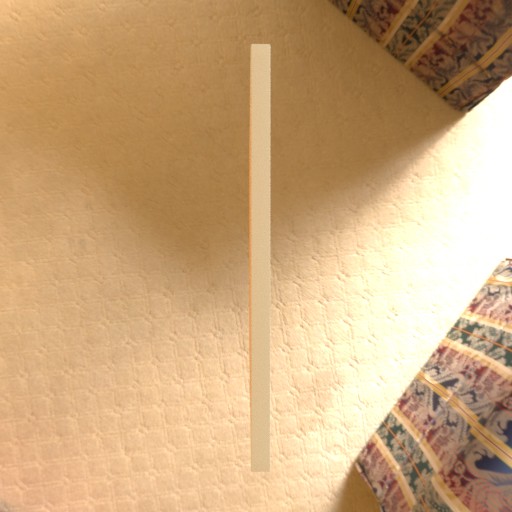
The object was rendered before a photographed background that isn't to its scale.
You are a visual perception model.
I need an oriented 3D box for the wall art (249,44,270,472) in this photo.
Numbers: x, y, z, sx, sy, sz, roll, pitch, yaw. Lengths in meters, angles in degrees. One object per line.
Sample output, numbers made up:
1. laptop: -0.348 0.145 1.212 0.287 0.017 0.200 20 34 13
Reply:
1. wall art: 0.000 0.000 0.727 0.020 0.536 0.444 0 91 -1
